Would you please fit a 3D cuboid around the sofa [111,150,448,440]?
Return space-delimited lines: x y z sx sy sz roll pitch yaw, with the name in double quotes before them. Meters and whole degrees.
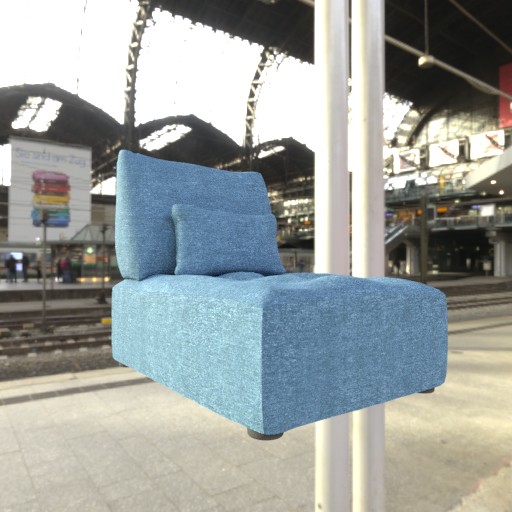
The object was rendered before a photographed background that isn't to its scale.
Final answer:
"sofa" 0.000 0.000 1.536 0.700 0.820 1.000 1 -1 -36
